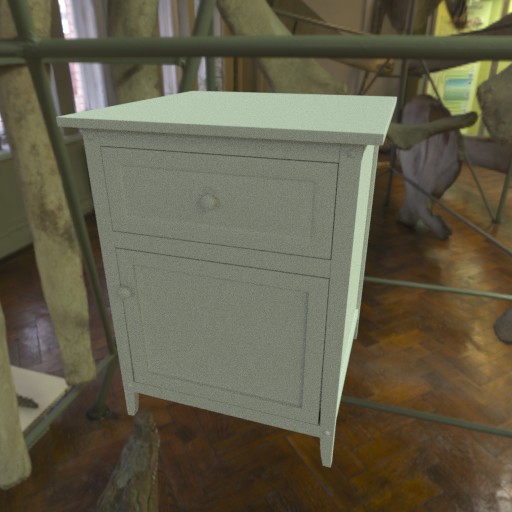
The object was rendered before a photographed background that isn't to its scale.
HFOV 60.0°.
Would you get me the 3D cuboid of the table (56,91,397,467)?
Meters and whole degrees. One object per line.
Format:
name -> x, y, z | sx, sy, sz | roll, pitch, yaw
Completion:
table -> 0.000, 0.000, 0.743 | 0.381, 0.483, 0.381 | 8, 26, 16
